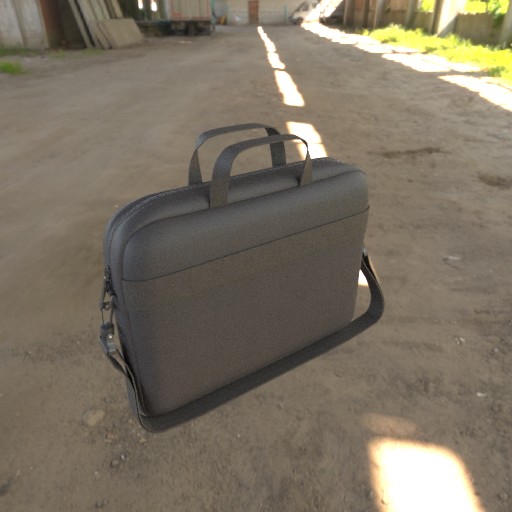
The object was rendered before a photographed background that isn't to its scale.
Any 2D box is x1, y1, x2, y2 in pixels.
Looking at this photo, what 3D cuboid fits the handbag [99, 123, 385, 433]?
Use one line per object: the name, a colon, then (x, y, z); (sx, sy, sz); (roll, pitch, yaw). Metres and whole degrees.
handbag: (0.000, 0.000, 0.584); (0.429, 0.330, 0.126); (-18, 35, -29)
